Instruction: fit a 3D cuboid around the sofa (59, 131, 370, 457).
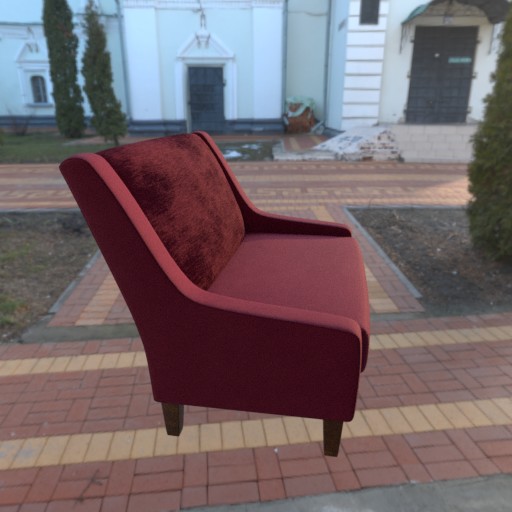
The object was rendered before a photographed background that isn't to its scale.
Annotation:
[{"bbox_3d":[0.000,0.000,1.914,0.946,0.976,1.242,3,19,10],"label":"sofa"}]
